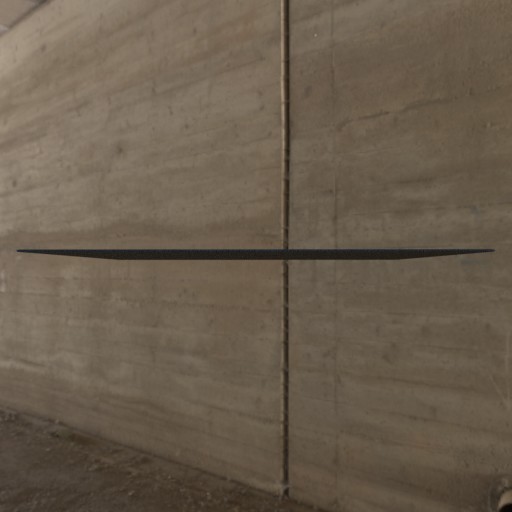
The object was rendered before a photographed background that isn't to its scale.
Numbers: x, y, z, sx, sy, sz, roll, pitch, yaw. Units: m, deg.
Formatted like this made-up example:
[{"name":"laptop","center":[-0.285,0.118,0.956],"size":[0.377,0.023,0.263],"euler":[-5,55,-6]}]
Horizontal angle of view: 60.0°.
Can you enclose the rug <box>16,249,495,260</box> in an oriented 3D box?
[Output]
[{"name":"rug","center":[0.000,0.000,2.294],"size":[1.829,0.010,1.219],"euler":[0,-2,1]}]
